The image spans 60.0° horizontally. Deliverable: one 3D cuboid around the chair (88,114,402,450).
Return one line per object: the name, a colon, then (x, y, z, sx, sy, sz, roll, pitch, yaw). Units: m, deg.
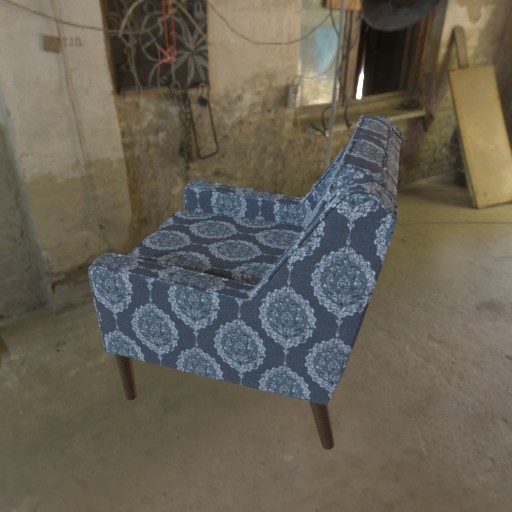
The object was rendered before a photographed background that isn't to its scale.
chair: (0.000, 0.000, 1.342, 0.743, 0.792, 0.663, 9, 31, 14)
